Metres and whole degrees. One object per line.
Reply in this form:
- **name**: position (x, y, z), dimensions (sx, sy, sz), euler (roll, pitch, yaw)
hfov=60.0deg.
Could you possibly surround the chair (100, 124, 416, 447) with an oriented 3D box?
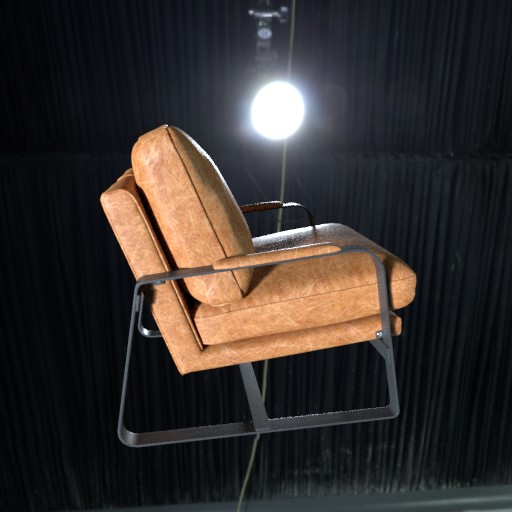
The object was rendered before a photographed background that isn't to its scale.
- **chair**: position (0.000, 0.000, 1.364), dimensions (0.801, 0.777, 0.651), euler (-3, 17, -9)
